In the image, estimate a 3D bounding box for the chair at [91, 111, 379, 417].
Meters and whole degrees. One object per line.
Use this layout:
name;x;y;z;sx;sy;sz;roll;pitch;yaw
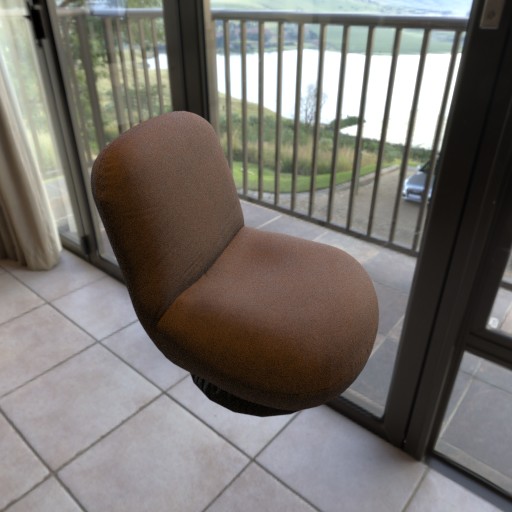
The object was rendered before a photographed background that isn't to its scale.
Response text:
chair;0.000;0.000;1.041;0.597;0.594;0.521;11;33;19
